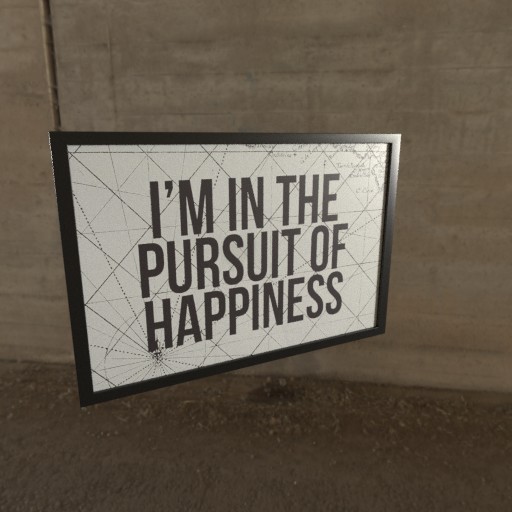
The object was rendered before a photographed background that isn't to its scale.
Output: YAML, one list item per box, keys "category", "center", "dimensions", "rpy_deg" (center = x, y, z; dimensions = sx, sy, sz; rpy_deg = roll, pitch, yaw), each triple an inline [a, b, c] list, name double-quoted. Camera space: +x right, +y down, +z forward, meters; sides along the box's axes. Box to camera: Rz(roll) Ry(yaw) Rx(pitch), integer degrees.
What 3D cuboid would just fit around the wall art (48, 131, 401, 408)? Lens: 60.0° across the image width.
- category: "wall art"
  center: [0.000, 0.000, 1.030]
  dimensions: [0.819, 0.552, 0.015]
  rpy_deg: [-7, 16, -25]
